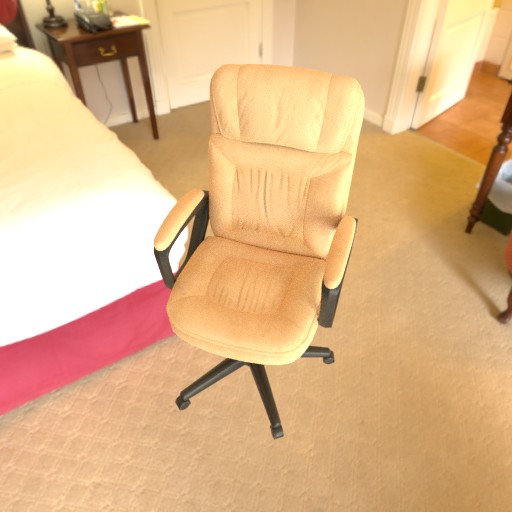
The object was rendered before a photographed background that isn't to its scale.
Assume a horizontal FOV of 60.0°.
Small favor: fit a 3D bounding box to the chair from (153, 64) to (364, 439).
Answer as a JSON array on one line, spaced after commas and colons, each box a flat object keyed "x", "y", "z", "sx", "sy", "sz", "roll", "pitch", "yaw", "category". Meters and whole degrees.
[{"x": 0.000, "y": 0.000, "z": 1.561, "sx": 0.667, "sy": 1.105, "sz": 0.724, "roll": 12, "pitch": 42, "yaw": 14, "category": "chair"}]
